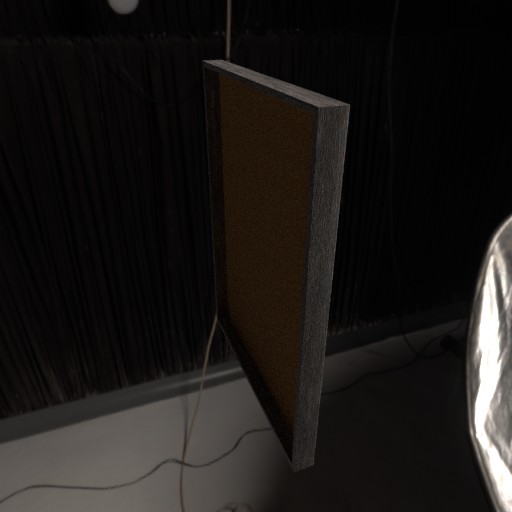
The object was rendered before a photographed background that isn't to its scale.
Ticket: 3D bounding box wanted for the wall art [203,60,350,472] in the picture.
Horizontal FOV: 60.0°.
[{"bbox_3d":[0.000,0.000,1.342,0.063,1.016,0.762,-11,32,-18],"label":"wall art"}]
